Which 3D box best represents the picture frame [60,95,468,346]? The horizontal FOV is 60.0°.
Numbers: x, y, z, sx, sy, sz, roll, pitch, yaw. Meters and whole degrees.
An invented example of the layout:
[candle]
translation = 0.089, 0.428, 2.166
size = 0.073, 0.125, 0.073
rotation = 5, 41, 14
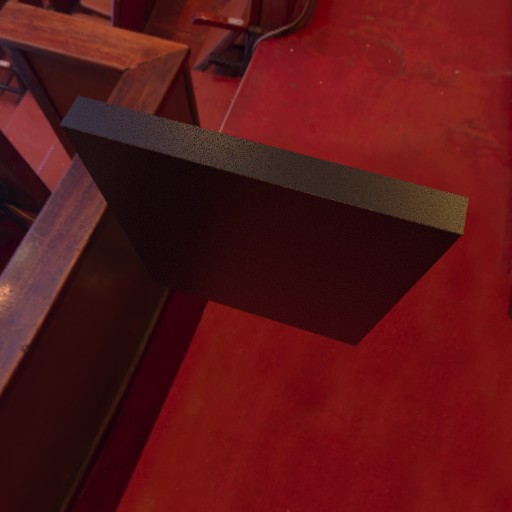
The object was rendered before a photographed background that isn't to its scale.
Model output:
[picture frame]
translation = 0.000, 0.000, 0.523
size = 0.328, 0.378, 0.034
rotation = 16, 67, 7
